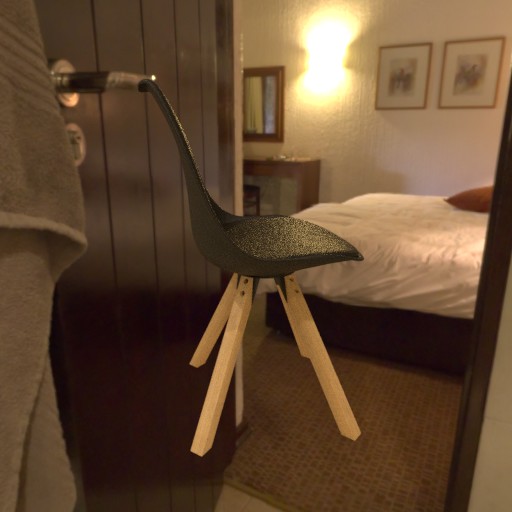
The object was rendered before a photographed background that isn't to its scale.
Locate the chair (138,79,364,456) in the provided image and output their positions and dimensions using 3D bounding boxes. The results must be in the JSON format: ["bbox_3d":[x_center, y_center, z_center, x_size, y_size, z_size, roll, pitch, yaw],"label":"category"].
[{"bbox_3d":[0.000,0.000,1.178,0.549,0.850,0.485,-2,16,-8],"label":"chair"}]
